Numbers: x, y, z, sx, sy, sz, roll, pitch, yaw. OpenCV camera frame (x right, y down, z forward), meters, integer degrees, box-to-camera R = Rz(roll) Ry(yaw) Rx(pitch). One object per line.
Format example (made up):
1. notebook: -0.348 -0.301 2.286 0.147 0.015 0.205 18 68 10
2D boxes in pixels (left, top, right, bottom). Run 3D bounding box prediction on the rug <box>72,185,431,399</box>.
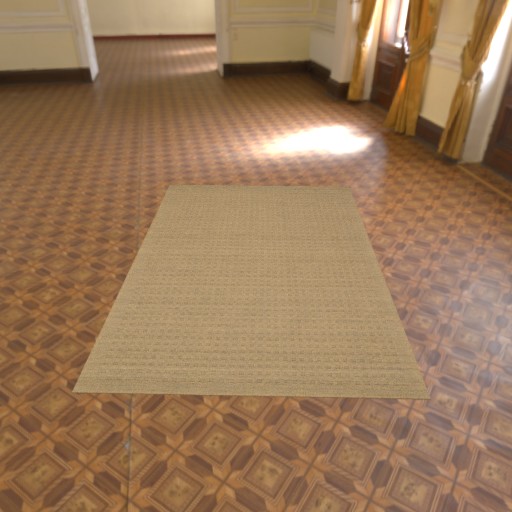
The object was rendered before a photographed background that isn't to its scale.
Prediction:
1. rug: 0.000 0.000 3.669 1.981 0.006 2.895 1 32 1
